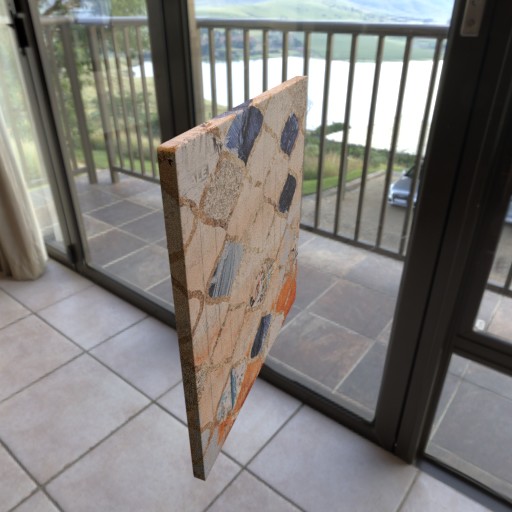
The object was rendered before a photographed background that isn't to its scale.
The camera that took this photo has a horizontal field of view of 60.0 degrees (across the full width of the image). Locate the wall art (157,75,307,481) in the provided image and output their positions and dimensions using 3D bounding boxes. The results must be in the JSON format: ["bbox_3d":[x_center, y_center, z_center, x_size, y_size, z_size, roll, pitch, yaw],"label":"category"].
[{"bbox_3d":[0.000,0.000,1.349,0.039,0.914,0.912,10,31,17],"label":"wall art"}]
